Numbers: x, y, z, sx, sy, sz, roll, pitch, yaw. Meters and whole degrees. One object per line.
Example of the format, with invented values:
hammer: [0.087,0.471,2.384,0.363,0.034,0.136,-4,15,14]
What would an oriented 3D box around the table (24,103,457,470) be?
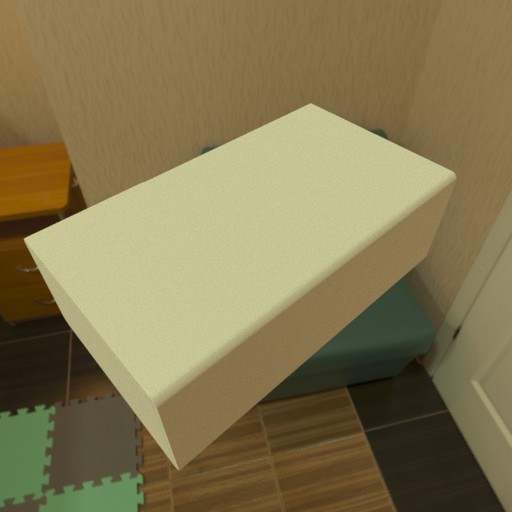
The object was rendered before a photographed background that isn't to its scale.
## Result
table: [0.000,0.000,1.419,1.097,0.442,0.639,-33,54,-28]
